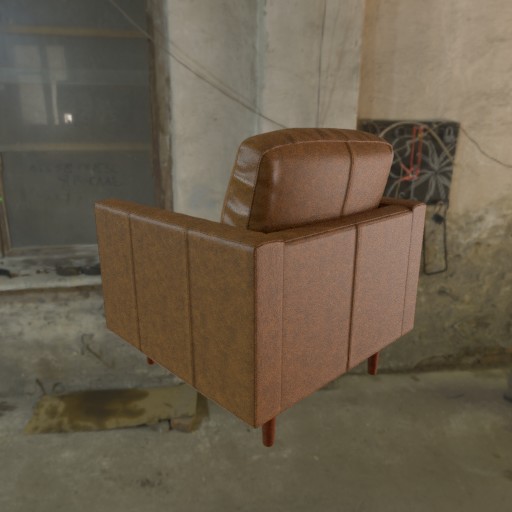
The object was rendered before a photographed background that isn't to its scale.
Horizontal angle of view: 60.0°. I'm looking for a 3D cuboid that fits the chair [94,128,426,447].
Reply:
[{"bbox_3d":[0.000,0.000,1.716,0.890,0.956,0.909,-15,22,-42],"label":"chair"}]
